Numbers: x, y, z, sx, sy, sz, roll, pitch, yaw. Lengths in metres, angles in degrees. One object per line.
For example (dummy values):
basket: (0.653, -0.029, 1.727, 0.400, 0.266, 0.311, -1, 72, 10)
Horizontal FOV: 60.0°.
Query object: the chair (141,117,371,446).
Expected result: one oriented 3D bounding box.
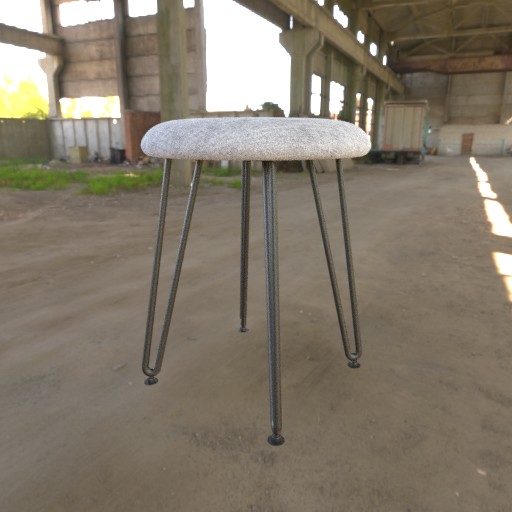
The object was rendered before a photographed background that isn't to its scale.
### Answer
chair: (0.000, 0.000, 0.654, 0.350, 0.386, 0.350, -2, 15, -8)
